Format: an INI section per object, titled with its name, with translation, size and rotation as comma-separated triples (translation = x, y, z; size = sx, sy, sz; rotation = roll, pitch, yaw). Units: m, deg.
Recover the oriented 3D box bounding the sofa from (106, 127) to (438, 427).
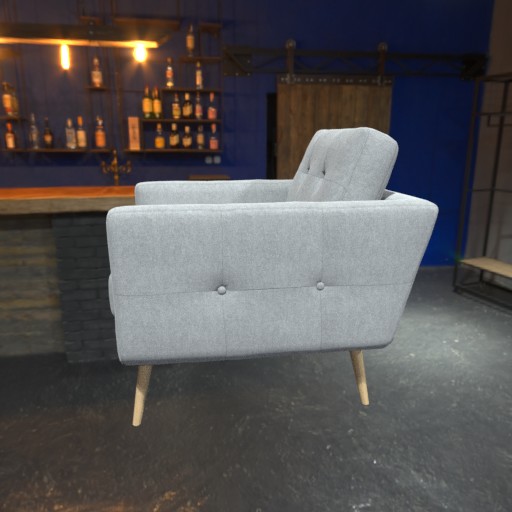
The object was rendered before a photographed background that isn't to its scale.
[sofa]
translation = 0.000, 0.000, 1.552
size = 0.920, 0.860, 0.770
rotation = -2, 15, -8
